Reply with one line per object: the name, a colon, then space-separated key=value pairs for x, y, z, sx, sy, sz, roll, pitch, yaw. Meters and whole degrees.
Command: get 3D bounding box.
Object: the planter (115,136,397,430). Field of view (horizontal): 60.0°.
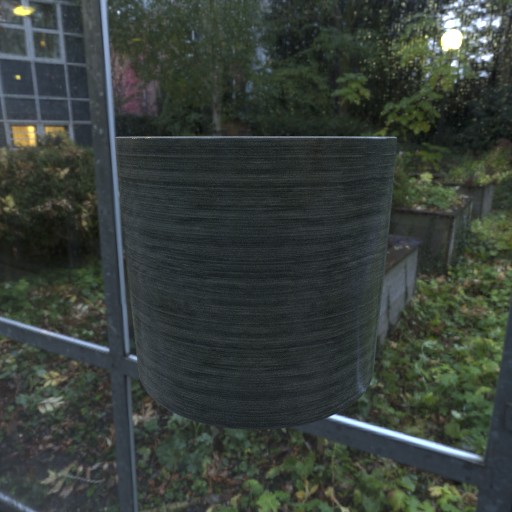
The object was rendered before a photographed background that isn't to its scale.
planter: x=0.000 y=0.000 z=0.389 sx=0.221 sy=0.201 sz=0.221 roll=0 pitch=15 yaw=0
